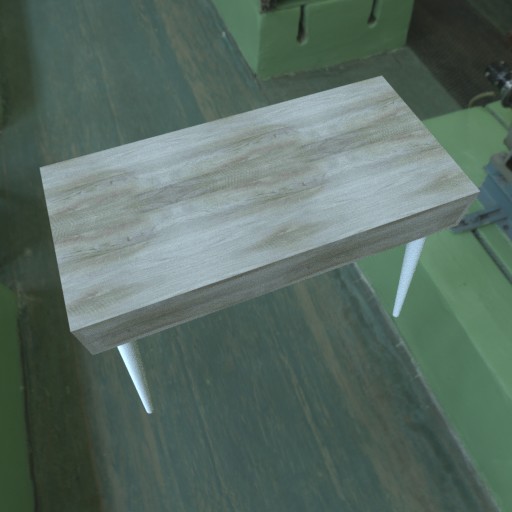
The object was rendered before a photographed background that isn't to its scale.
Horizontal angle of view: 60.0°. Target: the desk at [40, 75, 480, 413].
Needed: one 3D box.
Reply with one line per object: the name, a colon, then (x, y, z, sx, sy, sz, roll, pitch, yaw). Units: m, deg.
desk: (0.000, 0.000, 1.398, 0.979, 0.723, 0.491, -19, 60, -11)
